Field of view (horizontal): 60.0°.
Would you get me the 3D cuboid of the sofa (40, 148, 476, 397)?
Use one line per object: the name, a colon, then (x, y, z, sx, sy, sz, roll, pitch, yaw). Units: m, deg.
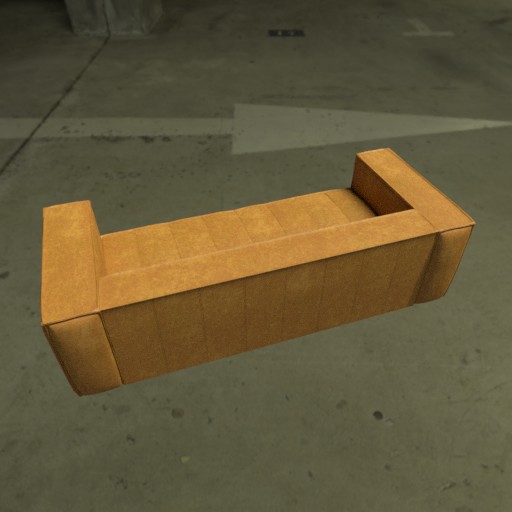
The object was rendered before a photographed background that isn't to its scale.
sofa: (0.000, 0.000, 3.008, 2.581, 0.701, 1.102, -13, 42, -14)
